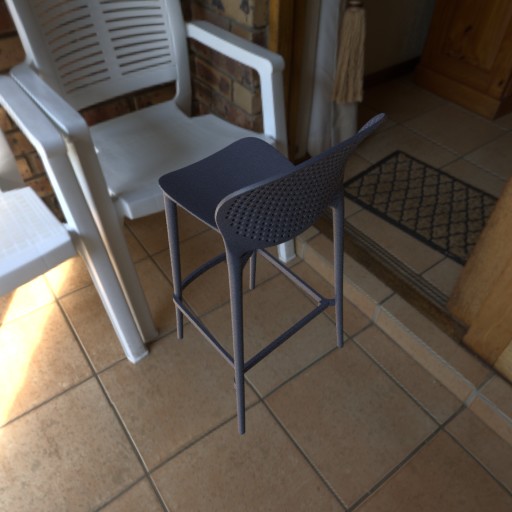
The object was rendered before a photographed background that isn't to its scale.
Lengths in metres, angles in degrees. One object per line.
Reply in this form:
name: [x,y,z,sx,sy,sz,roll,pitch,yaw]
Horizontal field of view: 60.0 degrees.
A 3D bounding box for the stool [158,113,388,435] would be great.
stool: [0.000,0.000,1.370,0.536,1.045,0.535,-33,54,-28]
